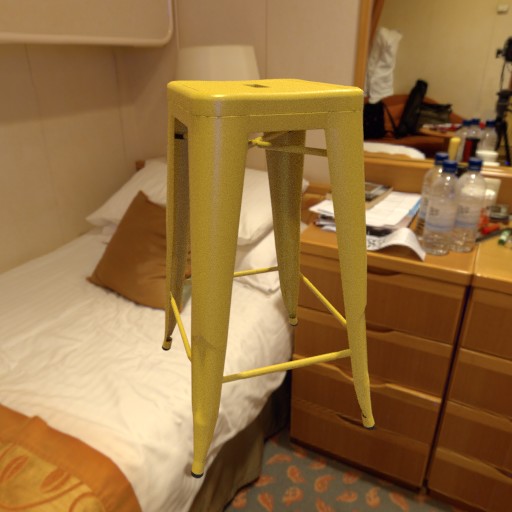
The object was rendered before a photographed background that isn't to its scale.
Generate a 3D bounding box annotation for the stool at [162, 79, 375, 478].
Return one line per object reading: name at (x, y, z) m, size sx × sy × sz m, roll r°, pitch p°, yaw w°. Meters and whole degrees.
stool at (0.000, 0.000, 0.841) m, size 0.359 × 0.609 × 0.399 m, roll -8°, pitch 26°, yaw -17°
